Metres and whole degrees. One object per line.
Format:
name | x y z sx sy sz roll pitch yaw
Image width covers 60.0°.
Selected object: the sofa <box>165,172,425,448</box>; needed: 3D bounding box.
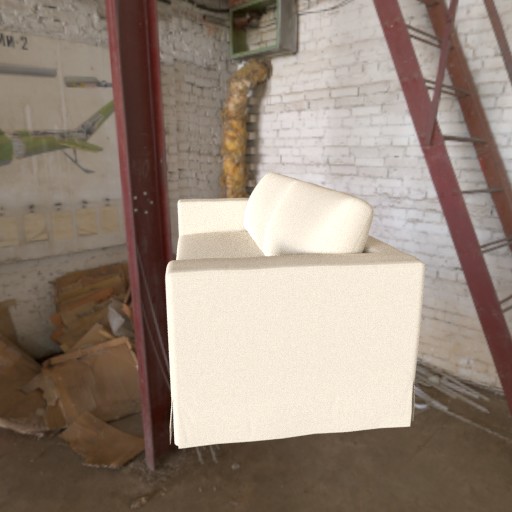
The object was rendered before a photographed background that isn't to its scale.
sofa | 0.000 0.000 2.604 0.954 0.881 2.163 -2 14 -8
